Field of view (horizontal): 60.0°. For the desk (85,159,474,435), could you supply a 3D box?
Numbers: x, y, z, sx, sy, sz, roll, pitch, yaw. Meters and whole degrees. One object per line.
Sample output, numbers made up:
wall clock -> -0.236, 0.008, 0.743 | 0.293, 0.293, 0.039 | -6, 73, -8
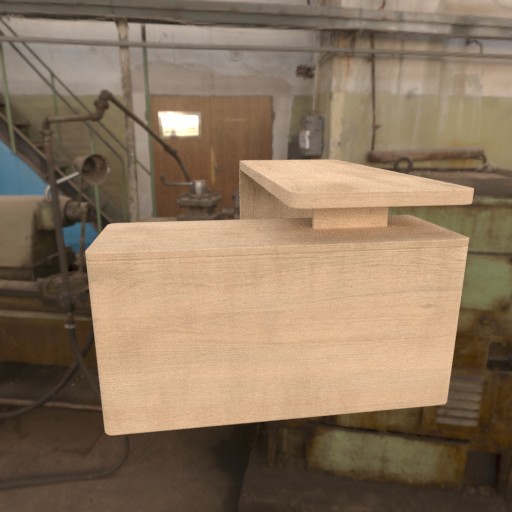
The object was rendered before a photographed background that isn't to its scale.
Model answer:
desk -> 0.000, 0.000, 2.038 | 1.175, 0.770, 1.400 | -2, 16, -8
